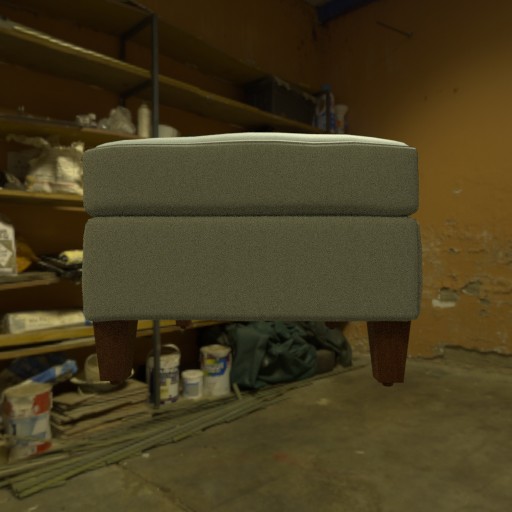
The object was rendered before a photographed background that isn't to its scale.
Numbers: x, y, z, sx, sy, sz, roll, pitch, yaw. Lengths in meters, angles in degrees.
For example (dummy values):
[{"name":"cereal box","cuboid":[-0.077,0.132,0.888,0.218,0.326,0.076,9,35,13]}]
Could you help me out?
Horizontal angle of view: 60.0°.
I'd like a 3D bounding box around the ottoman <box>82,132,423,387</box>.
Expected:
[{"name":"ottoman","cuboid":[0.000,0.000,1.188,0.634,0.496,0.818,0,-1,1]}]
